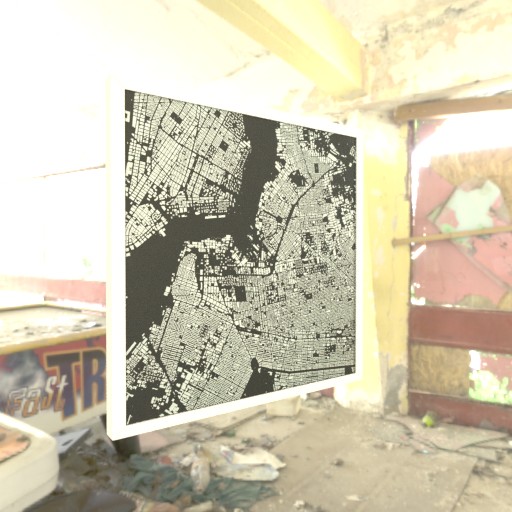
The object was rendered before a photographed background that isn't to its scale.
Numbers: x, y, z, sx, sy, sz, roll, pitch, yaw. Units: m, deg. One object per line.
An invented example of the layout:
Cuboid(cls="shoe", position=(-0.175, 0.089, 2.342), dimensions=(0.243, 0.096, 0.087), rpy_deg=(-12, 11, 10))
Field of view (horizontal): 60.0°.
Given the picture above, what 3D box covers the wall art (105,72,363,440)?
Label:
Cuboid(cls="wall art", position=(0.000, 0.000, 1.152), dimensions=(0.761, 0.762, 0.050), rpy_deg=(-1, 1, -35))
